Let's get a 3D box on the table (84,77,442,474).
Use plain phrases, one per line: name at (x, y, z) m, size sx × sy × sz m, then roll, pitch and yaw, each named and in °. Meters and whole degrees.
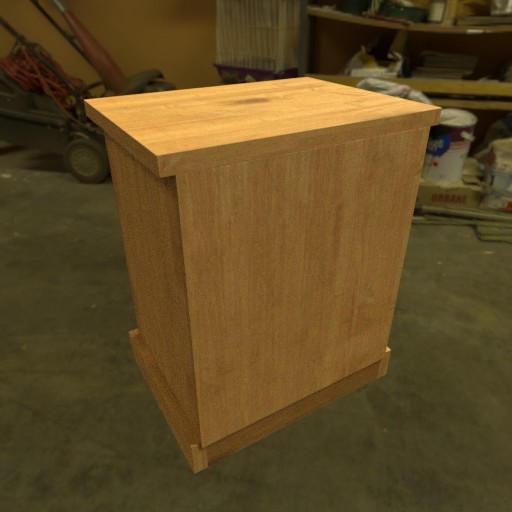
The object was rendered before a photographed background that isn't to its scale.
table at (0.000, 0.000, 1.223) m, size 0.660 × 0.813 × 0.500 m, roll -17°, pitch 34°, yaw -26°
